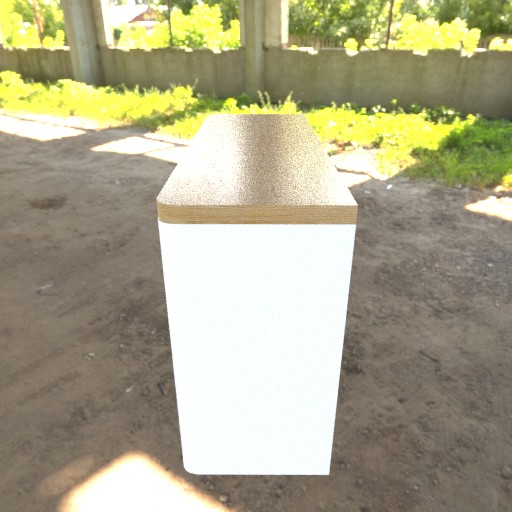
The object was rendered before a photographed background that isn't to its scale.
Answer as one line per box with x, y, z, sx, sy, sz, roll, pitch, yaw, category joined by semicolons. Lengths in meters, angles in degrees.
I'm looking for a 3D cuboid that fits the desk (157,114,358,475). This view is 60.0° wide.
0.000;0.000;1.500;0.390;0.760;1.100;0;26;0;desk
